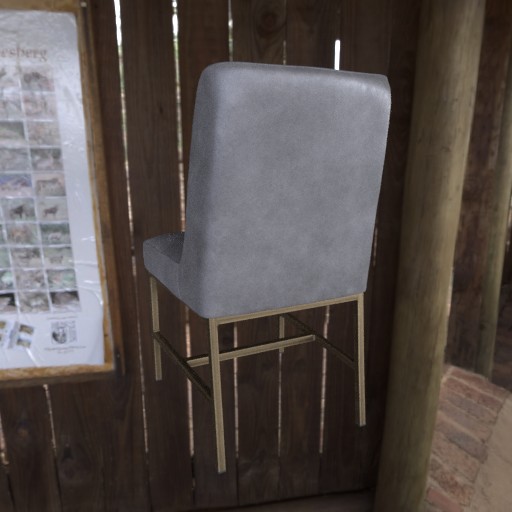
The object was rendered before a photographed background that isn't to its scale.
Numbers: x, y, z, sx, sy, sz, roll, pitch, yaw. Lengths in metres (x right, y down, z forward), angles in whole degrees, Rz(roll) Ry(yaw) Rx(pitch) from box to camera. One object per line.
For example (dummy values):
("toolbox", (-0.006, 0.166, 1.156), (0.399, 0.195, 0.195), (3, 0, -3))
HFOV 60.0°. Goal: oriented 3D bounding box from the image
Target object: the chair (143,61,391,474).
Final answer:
("chair", (0.000, 0.000, 1.225), (0.508, 0.889, 0.587), (-6, 14, -25))
